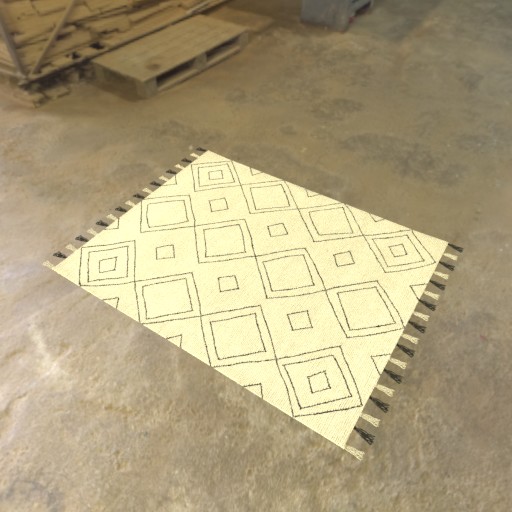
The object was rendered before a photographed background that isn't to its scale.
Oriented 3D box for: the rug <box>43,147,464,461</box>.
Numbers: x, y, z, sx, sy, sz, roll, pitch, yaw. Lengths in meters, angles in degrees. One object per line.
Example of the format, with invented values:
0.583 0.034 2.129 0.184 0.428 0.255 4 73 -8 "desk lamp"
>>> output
0.000 0.000 4.171 3.221 0.026 2.342 25 51 22 "rug"
